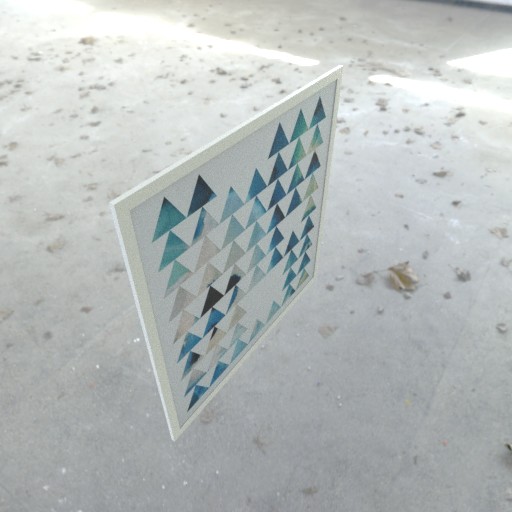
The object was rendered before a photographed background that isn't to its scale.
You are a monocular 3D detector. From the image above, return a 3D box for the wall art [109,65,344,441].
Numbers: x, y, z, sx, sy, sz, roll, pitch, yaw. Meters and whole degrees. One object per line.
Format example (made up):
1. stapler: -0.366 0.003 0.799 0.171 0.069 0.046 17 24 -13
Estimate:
1. wall art: 0.000 0.000 1.233 0.012 0.809 0.809 25 47 26
